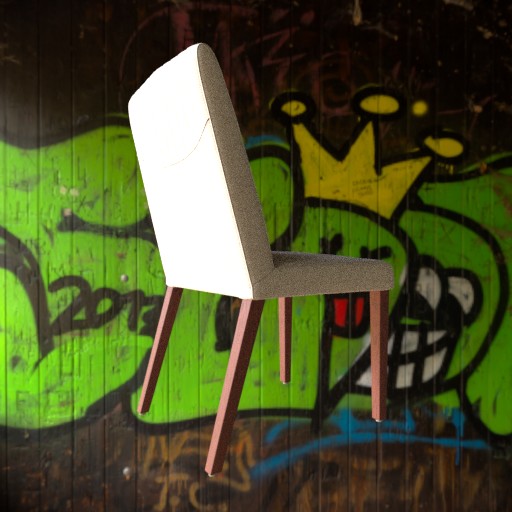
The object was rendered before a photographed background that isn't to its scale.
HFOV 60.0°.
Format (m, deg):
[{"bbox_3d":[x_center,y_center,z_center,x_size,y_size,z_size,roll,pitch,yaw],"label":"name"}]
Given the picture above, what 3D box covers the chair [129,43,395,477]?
[{"bbox_3d":[0.000,0.000,1.226,0.594,0.900,0.480,-1,1,-34],"label":"chair"}]
